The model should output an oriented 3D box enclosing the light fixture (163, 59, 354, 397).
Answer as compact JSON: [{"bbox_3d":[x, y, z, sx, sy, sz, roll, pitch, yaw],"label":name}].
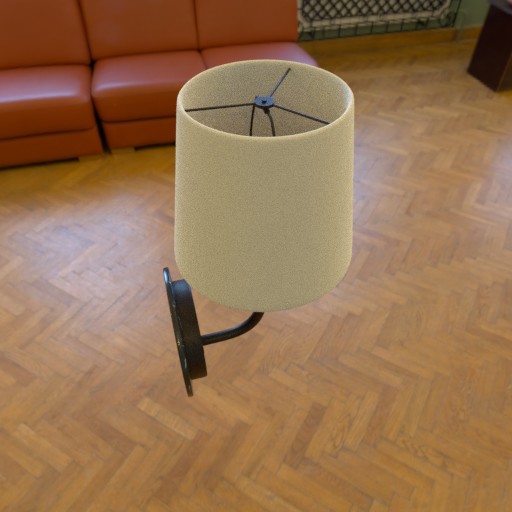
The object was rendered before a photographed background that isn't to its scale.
[{"bbox_3d":[0.000,0.000,0.445,0.188,0.337,0.168,-11,47,-11],"label":"light fixture"}]
